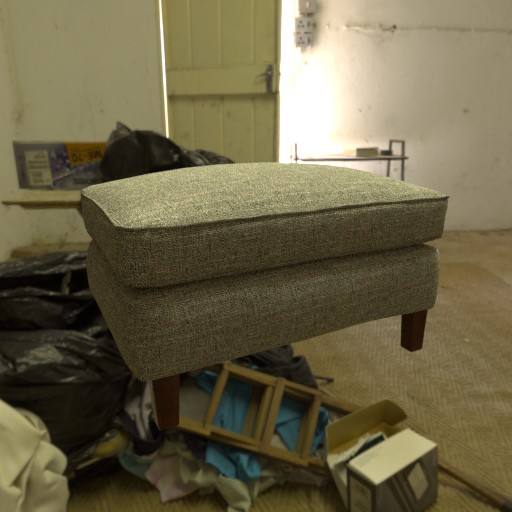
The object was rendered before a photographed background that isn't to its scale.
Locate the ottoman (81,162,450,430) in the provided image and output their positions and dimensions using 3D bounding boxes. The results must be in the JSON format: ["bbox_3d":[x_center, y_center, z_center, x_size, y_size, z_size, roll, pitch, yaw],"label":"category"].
[{"bbox_3d":[0.000,0.000,0.998,0.686,0.406,0.508,-8,19,-26],"label":"ottoman"}]
